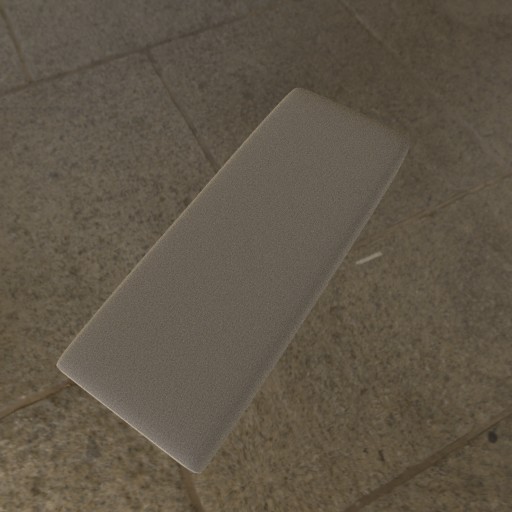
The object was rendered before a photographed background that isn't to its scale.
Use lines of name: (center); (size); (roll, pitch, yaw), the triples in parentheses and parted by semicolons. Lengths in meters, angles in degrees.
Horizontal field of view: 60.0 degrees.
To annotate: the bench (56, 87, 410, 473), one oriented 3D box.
bench: (0.000, 0.000, 1.887); (0.646, 0.393, 1.609); (31, 67, 15)
